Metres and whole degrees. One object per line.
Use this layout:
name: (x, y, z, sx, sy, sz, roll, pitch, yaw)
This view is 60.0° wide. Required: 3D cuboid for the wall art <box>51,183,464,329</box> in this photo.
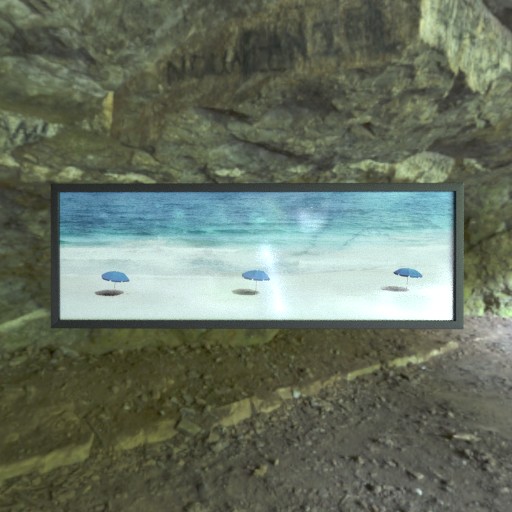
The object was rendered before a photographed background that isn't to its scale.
wall art: (0.000, 0.000, 0.941, 0.860, 0.303, 0.037, 0, 0, 1)
